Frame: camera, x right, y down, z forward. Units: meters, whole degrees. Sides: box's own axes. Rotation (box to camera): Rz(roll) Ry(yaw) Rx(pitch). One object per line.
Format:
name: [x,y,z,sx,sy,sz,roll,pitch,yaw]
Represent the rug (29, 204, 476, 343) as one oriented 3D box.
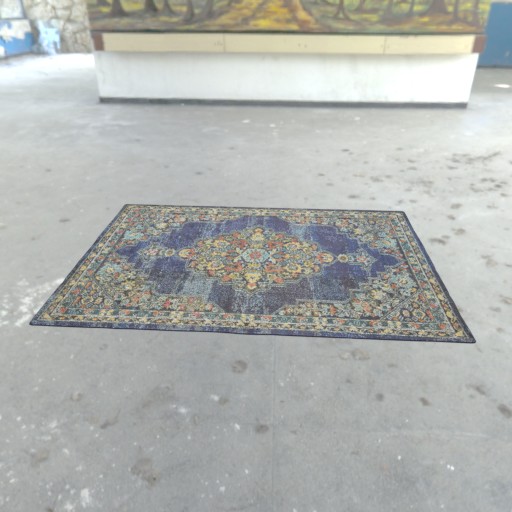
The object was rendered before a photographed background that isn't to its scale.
rug: [0.000,0.000,3.771,2.940,0.011,2.053,2,30,3]
